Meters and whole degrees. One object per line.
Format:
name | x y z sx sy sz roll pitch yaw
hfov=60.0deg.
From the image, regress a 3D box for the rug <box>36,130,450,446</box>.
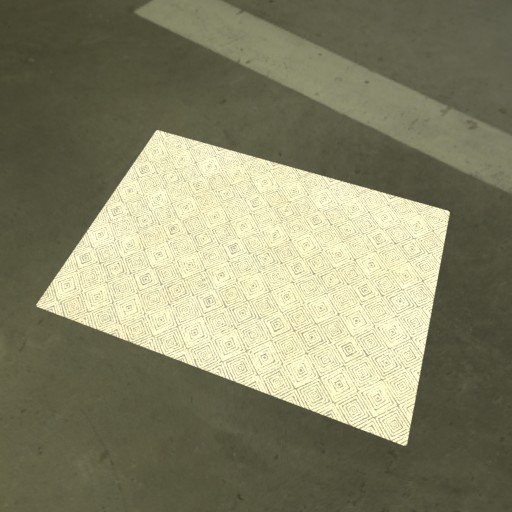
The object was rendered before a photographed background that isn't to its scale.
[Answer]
rug | 0.000 0.000 2.853 2.238 0.008 1.593 18 61 10
